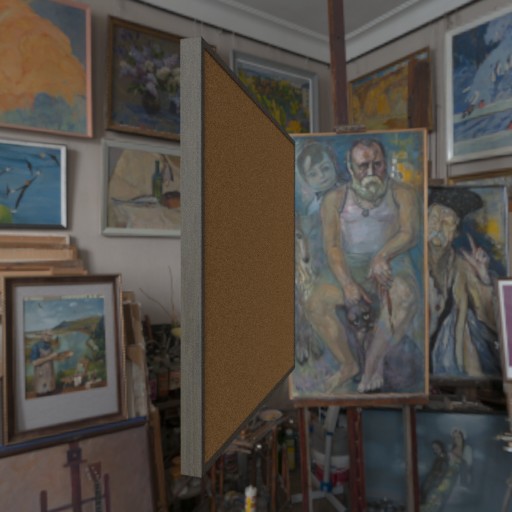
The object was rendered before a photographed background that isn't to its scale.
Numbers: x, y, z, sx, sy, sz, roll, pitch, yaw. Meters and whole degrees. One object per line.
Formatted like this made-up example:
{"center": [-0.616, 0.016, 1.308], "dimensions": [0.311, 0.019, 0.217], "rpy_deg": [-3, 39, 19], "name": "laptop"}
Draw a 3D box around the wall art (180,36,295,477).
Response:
{"center": [0.000, 0.000, 1.128], "dimensions": [0.039, 0.758, 0.758], "rpy_deg": [0, 0, 17], "name": "wall art"}
